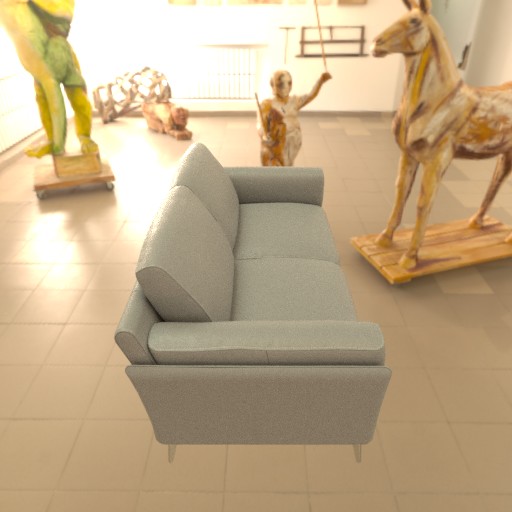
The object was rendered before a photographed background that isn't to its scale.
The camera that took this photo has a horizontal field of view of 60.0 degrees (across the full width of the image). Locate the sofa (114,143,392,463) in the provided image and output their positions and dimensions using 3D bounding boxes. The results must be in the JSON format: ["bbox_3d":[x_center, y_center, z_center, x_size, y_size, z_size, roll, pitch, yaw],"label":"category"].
[{"bbox_3d":[0.000,0.000,2.609,1.049,0.930,2.101,0,31,0],"label":"sofa"}]
